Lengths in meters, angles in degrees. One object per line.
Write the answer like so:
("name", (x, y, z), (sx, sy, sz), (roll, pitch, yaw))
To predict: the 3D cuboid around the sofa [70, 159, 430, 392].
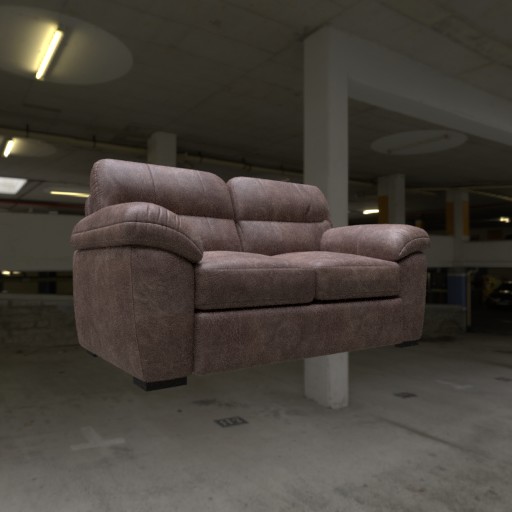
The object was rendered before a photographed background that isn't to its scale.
("sofa", (0.000, 0.000, 2.381), (1.753, 0.991, 0.991), (1, -1, -35))
